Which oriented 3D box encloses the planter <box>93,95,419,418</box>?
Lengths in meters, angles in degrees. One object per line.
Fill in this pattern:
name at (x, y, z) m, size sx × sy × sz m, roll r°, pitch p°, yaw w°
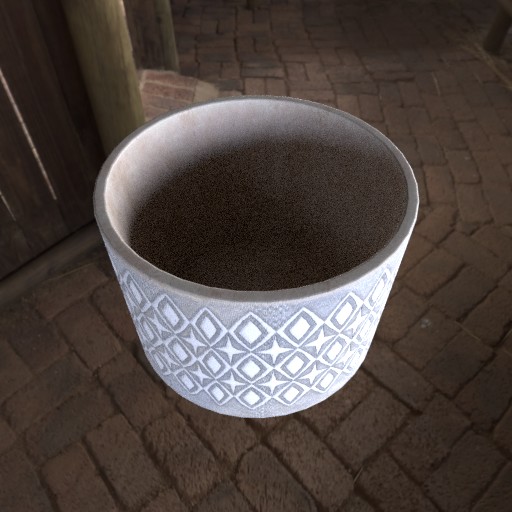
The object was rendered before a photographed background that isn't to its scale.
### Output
planter at (0.000, 0.000, 0.276) m, size 0.164 × 0.127 × 0.164 m, roll 0°, pitch 48°, yaw 0°
